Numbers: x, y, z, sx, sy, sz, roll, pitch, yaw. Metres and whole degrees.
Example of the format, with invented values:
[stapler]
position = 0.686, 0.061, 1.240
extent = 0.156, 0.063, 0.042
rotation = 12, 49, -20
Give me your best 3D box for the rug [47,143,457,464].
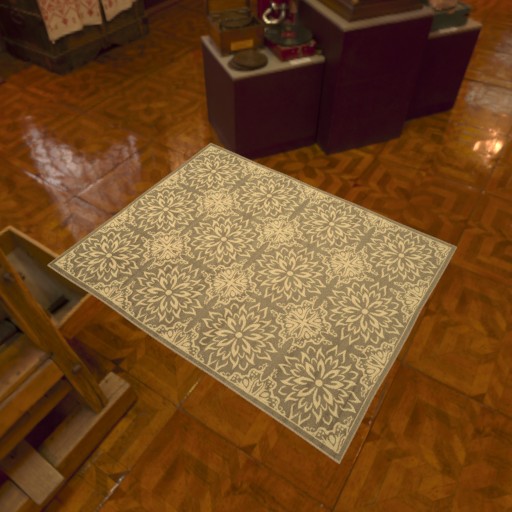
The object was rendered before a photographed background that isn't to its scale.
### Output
[rug]
position = 0.000, 0.000, 4.101
extent = 2.980, 0.012, 2.363
rotation = 28, 54, 23
